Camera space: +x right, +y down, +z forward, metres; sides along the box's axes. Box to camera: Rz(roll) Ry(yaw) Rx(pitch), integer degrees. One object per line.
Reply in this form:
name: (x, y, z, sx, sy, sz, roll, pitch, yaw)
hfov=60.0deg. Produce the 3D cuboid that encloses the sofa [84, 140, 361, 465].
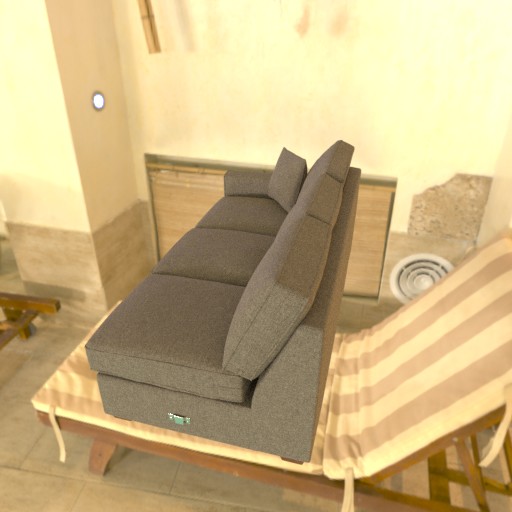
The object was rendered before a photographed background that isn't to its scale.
sofa: (0.000, 0.000, 2.586, 1.034, 0.946, 1.963, 8, 30, 13)
